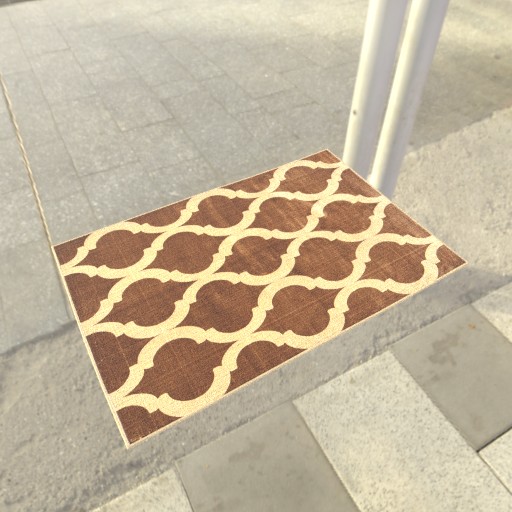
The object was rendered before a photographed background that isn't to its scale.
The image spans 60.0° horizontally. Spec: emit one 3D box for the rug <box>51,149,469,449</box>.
[{"bbox_3d":[0.000,0.000,2.888,2.290,0.014,1.526,-23,51,-20],"label":"rug"}]
